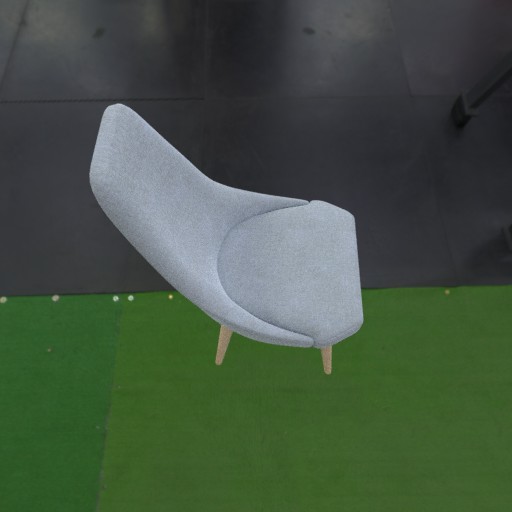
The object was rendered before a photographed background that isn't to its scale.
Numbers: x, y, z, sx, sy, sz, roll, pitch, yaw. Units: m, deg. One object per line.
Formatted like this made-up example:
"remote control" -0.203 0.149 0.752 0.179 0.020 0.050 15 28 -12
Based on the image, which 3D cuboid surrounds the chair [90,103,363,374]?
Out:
"chair" 0.000 0.000 1.367 0.660 1.040 0.510 1 63 1
